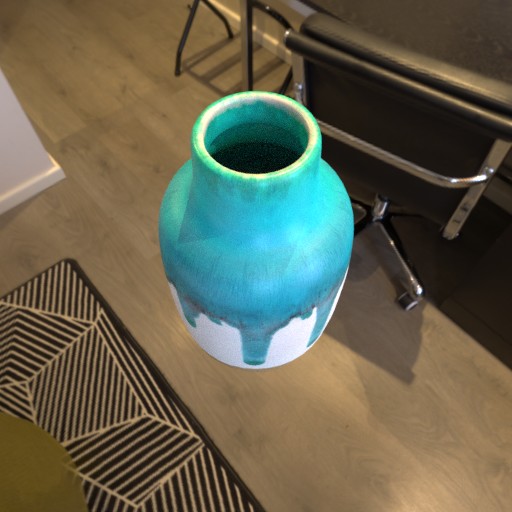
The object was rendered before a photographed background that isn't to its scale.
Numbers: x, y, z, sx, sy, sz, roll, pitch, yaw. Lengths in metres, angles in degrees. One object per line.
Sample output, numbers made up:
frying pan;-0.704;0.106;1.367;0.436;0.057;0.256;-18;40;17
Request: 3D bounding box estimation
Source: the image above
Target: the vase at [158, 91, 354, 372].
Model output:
vase;0.000;0.000;0.260;0.106;0.192;0.106;0;59;0
